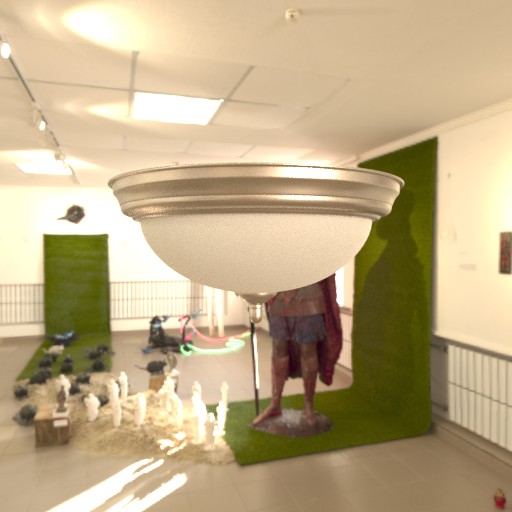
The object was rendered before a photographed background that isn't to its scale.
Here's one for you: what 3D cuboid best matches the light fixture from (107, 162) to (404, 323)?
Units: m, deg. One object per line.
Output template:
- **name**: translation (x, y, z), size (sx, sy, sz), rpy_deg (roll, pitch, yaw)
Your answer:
- **light fixture**: translation (0.000, 0.000, 0.442), size (0.280, 0.135, 0.280), rpy_deg (0, 1, 0)
